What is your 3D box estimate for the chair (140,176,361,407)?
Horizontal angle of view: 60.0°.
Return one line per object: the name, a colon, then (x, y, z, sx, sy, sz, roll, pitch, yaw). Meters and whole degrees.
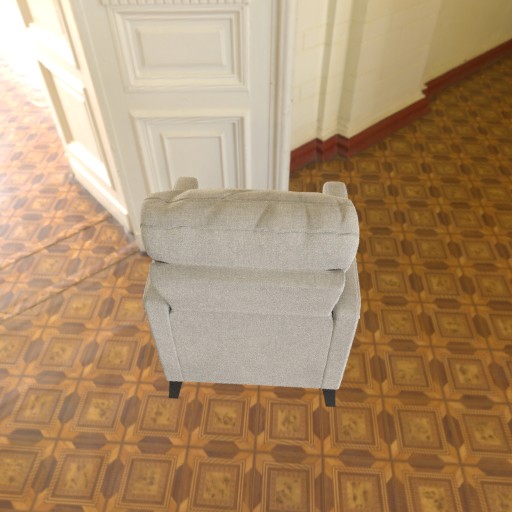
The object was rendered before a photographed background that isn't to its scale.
chair: (0.000, 0.000, 1.683, 0.710, 1.049, 0.922, 2, 46, 2)
